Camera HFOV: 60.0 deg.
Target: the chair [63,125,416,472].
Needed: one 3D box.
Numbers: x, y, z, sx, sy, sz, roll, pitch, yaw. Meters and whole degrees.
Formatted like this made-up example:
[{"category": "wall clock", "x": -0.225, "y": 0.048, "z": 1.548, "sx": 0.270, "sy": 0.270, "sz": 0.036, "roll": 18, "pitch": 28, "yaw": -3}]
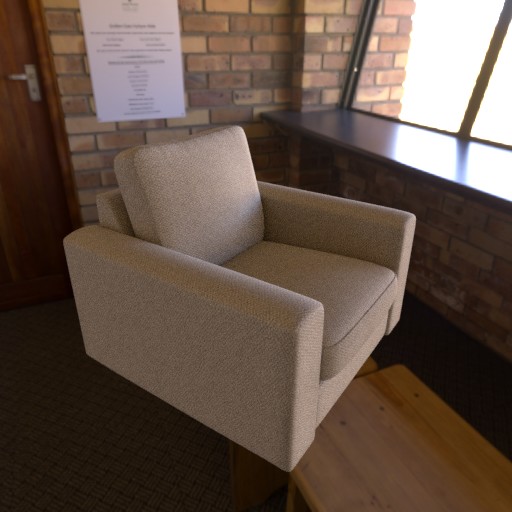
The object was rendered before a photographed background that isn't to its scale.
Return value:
[{"category": "chair", "x": 0.000, "y": 0.000, "z": 1.757, "sx": 1.016, "sy": 0.873, "sz": 1.005, "roll": 17, "pitch": 31, "yaw": 31}]
